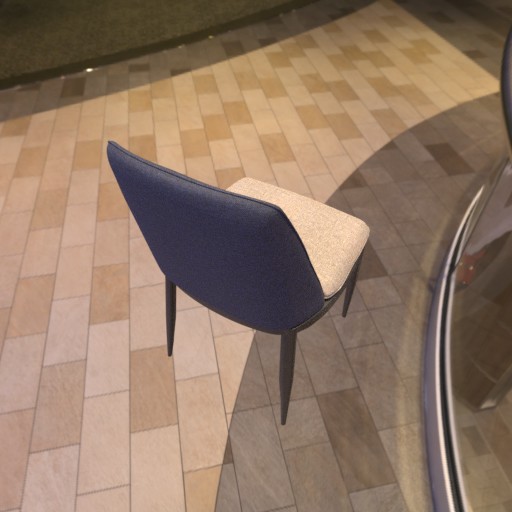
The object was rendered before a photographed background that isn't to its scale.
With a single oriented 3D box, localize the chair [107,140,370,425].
[{"bbox_3d":[0.000,0.000,1.186,0.480,0.839,0.551,24,50,22],"label":"chair"}]
